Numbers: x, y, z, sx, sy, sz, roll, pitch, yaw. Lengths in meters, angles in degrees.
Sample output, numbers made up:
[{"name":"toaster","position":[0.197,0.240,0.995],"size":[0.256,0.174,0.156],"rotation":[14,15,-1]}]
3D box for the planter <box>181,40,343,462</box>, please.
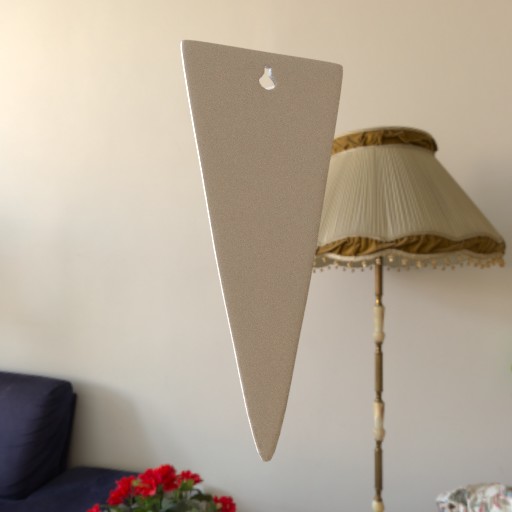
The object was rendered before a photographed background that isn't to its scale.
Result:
[{"name":"planter","position":[0.000,0.000,0.393],"size":[0.143,0.338,0.065],"rotation":[0,-2,-18]}]
